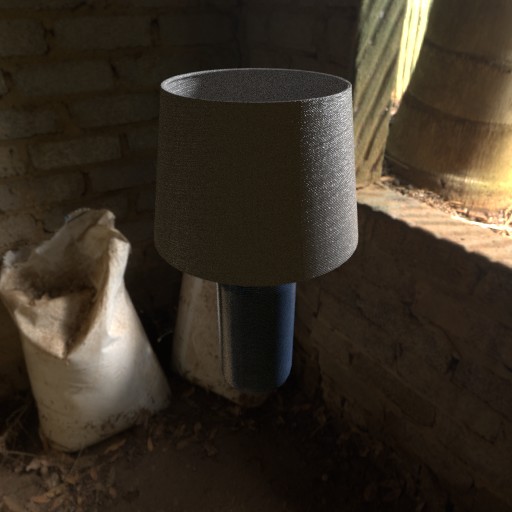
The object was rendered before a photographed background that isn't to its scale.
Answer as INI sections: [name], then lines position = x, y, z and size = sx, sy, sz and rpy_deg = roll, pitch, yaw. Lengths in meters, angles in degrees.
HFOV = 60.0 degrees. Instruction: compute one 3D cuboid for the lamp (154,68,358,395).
[lamp]
position = 0.000, 0.000, 0.579
size = 0.253, 0.428, 0.253
rpy_deg = 0, 31, 0
